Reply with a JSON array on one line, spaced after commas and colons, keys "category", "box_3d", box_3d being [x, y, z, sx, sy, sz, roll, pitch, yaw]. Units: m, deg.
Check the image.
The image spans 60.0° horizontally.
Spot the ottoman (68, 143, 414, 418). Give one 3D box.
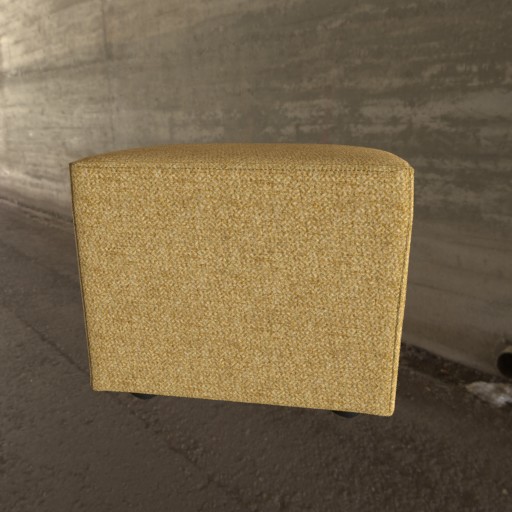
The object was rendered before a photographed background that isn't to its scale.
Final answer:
[{"category": "ottoman", "box_3d": [0.000, 0.000, 0.896, 0.512, 0.441, 0.505, 2, 16, 8]}]
